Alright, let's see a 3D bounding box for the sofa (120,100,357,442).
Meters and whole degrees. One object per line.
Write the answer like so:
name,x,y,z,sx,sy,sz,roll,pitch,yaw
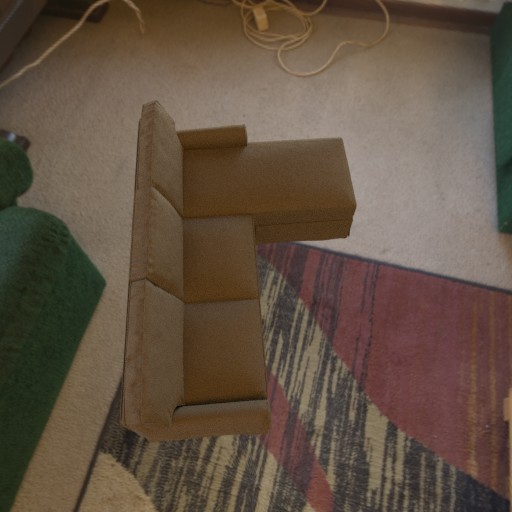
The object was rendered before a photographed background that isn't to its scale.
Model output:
sofa,0.000,0.000,3.350,1.733,0.978,2.475,-4,63,-2
